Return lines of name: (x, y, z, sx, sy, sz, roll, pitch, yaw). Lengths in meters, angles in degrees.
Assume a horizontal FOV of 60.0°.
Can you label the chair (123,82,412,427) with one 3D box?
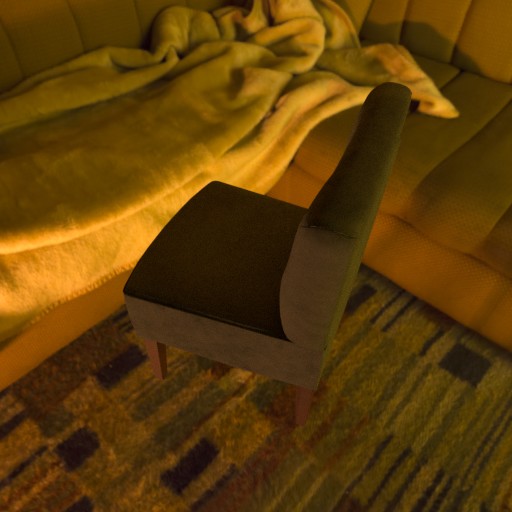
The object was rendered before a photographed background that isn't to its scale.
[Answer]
chair: (0.000, 0.000, 1.152, 0.554, 0.806, 0.521, 17, 48, 16)
